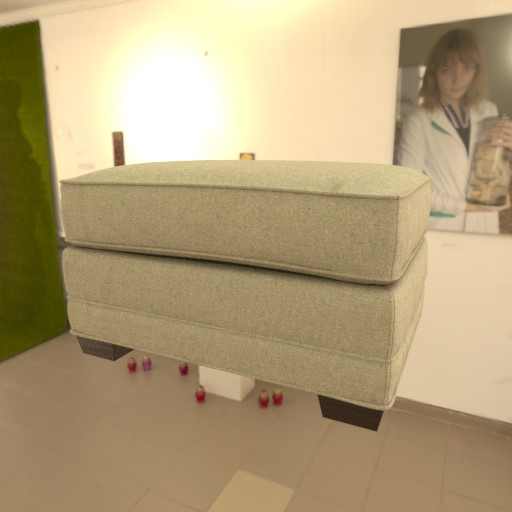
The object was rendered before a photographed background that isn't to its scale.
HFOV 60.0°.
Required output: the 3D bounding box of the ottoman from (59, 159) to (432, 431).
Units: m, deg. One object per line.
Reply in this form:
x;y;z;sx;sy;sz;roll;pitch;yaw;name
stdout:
0.000;0.000;1.206;0.848;0.508;0.611;7;15;25;ottoman
